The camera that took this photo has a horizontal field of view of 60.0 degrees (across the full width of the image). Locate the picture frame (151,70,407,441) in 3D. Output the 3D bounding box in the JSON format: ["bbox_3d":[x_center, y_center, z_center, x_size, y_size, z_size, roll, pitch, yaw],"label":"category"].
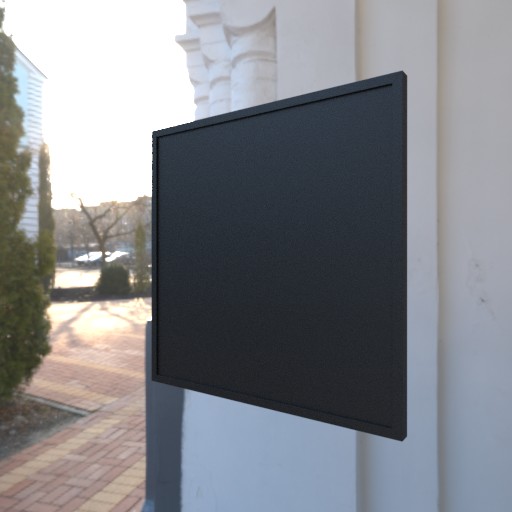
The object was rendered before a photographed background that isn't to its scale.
[{"bbox_3d":[0.000,0.000,1.163,0.775,0.775,0.032,0,0,36],"label":"picture frame"}]
